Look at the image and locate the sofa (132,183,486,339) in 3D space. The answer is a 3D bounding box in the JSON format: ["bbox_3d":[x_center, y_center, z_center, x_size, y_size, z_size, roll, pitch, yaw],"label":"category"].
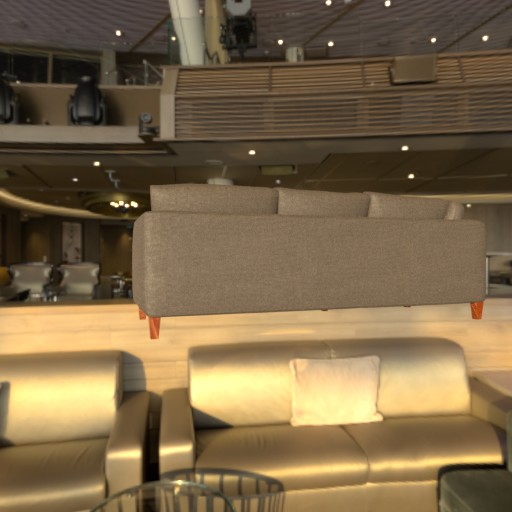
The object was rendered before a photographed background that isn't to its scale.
[{"bbox_3d":[0.000,0.000,4.586,2.594,0.961,3.460,0,0,-19],"label":"sofa"}]
